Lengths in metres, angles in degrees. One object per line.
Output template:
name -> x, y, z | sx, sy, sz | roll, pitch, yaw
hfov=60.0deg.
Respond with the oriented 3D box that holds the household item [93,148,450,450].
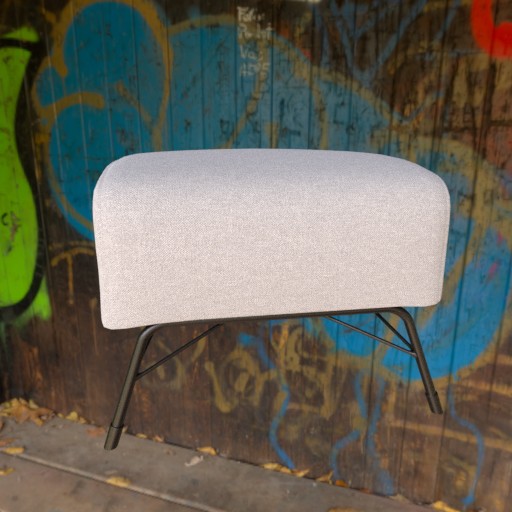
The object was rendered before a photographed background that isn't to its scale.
household item -> 0.000, 0.000, 0.871 | 0.530, 0.410, 0.530 | -3, 15, -9
